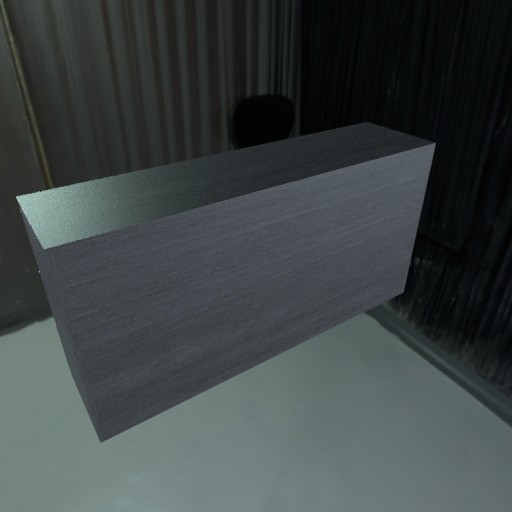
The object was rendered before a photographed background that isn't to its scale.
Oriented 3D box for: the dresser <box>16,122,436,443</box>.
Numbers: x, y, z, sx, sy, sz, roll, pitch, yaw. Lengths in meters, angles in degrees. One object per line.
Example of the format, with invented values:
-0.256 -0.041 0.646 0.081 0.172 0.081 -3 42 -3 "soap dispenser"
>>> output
0.000 0.000 1.871 1.590 0.795 0.400 -20 37 -28 "dresser"
